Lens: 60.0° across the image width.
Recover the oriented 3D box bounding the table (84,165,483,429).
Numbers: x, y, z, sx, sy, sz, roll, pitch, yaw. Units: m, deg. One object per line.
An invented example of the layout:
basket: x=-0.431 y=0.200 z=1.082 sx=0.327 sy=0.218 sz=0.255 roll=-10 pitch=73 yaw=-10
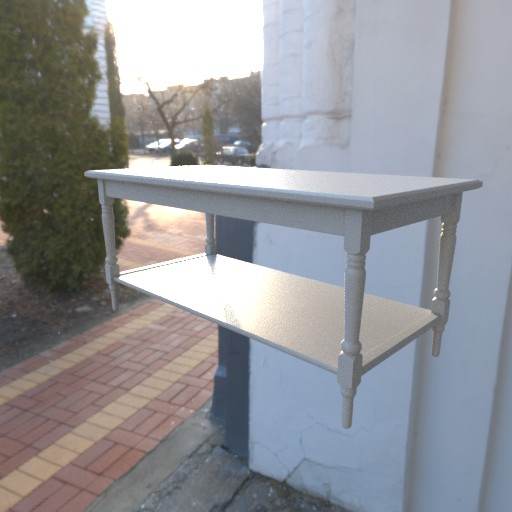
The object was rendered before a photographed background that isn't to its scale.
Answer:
table: x=0.000 y=0.000 z=1.396 sx=1.109 sy=0.506 sz=0.551 roll=14 pitch=20 yaw=43
